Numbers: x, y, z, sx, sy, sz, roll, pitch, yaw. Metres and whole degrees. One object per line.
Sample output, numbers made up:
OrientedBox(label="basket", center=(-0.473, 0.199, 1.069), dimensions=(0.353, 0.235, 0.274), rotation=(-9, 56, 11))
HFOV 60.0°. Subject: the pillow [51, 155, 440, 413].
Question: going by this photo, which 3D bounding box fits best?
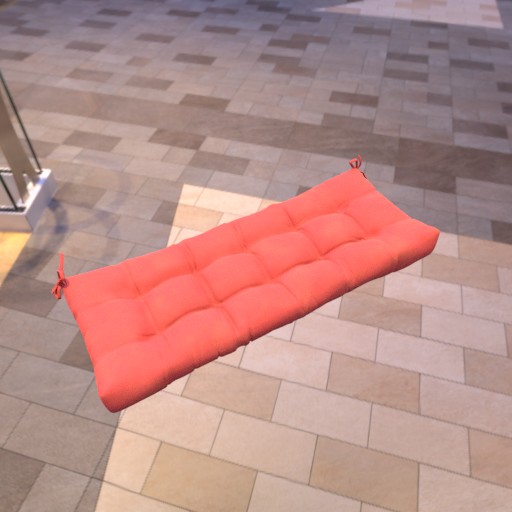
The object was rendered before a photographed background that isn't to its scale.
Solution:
OrientedBox(label="pillow", center=(0.000, 0.000, 1.405), dimensions=(1.194, 0.174, 0.511), rotation=(-23, 51, -20))
